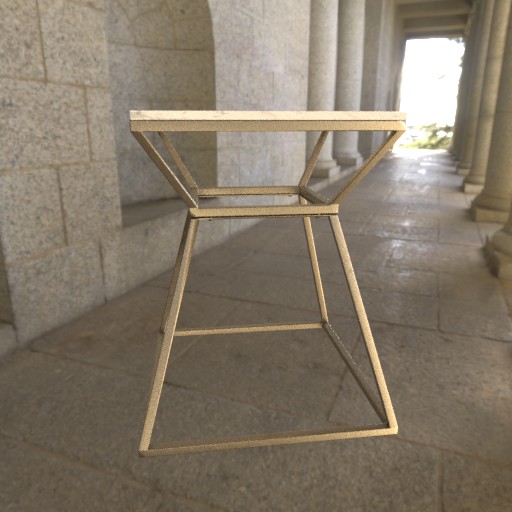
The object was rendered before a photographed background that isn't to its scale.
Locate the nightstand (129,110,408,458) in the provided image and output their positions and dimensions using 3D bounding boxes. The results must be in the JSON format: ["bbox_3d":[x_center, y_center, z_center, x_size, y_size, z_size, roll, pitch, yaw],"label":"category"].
[{"bbox_3d":[0.000,0.000,0.906,0.455,0.554,0.455,-2,17,-7],"label":"nightstand"}]
